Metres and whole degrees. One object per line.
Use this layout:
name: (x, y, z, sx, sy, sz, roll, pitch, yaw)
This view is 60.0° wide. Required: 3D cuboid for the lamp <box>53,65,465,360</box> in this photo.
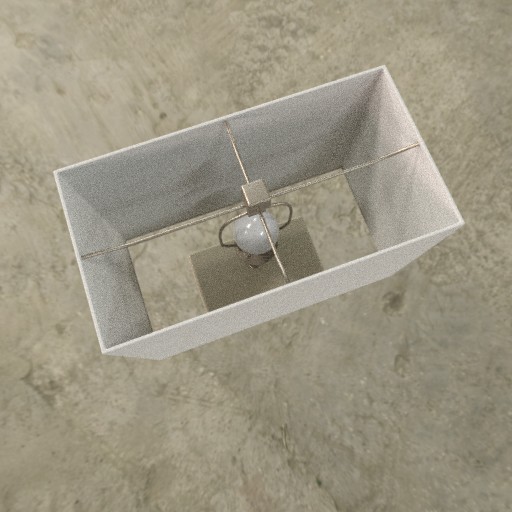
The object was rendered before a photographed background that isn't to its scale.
lamp: (0.000, 0.000, 0.693, 0.380, 0.515, 0.200, -19, 76, -5)
